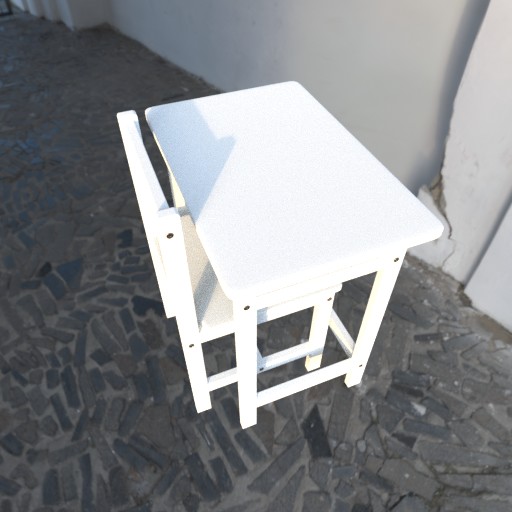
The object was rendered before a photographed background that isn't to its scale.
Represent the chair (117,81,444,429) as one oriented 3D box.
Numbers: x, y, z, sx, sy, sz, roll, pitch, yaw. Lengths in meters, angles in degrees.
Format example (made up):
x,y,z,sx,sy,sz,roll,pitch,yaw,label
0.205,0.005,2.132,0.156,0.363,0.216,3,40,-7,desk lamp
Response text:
x,y,z,sx,sy,sz,roll,pitch,yaw,label
0.000,0.000,1.075,0.461,0.673,0.599,-16,49,-15,chair
